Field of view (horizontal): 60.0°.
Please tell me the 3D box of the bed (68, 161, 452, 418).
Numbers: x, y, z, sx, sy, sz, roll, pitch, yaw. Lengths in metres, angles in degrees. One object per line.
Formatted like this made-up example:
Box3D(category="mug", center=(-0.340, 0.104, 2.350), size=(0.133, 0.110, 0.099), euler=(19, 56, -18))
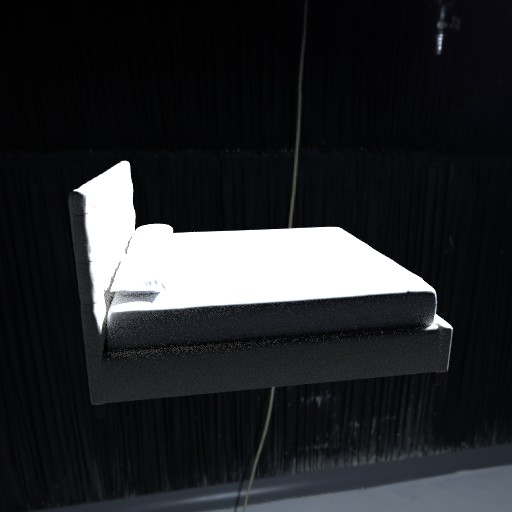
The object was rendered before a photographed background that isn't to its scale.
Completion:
Box3D(category="bed", center=(0.000, 0.000, 3.694), size=(2.387, 1.427, 2.078), euler=(-3, 17, -9))
